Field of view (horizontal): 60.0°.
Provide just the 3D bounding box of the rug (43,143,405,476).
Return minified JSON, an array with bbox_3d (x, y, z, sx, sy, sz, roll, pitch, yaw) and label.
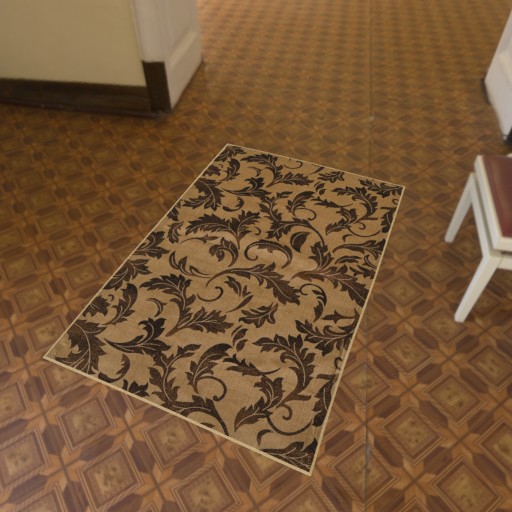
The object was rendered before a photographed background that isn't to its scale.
[{"bbox_3d":[0.000,0.000,2.893,1.522,0.008,2.284,17,49,16],"label":"rug"}]
